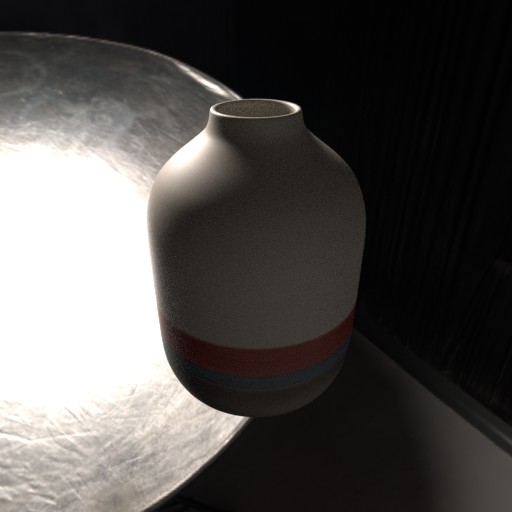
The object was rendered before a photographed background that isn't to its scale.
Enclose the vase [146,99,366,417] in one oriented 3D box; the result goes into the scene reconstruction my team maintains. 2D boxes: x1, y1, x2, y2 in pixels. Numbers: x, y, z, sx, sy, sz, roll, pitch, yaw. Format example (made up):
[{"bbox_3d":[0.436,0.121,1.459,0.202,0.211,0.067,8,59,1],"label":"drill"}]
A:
[{"bbox_3d":[0.000,0.000,0.365,0.169,0.237,0.169,0,30,0],"label":"vase"}]
